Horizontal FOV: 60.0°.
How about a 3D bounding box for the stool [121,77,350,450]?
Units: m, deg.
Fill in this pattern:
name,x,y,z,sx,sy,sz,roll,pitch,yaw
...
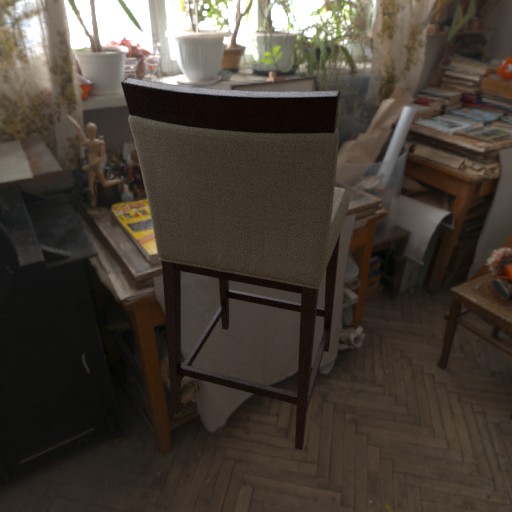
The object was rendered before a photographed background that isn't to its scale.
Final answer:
name,x,y,z,sx,sy,sz,roll,pitch,yaw
stool,0.000,0.000,1.288,0.463,1.011,0.480,10,33,15
